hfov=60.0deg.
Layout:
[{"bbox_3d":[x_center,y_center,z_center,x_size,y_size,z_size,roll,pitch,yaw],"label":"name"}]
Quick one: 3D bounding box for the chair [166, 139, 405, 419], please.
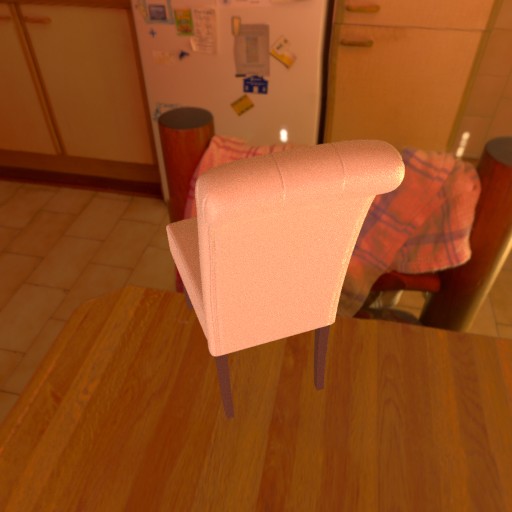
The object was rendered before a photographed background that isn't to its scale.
[{"bbox_3d":[0.000,0.000,1.357,0.456,1.006,0.671,-13,44,-14],"label":"chair"}]
